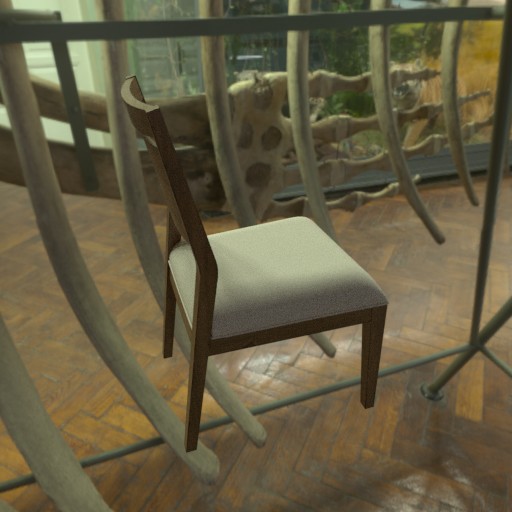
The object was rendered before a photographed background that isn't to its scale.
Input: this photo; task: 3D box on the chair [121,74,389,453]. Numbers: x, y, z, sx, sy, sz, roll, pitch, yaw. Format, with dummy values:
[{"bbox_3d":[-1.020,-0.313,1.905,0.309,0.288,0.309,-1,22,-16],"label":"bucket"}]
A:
[{"bbox_3d":[0.000,0.000,1.265,0.610,0.939,0.497,-10,32,-16],"label":"chair"}]
